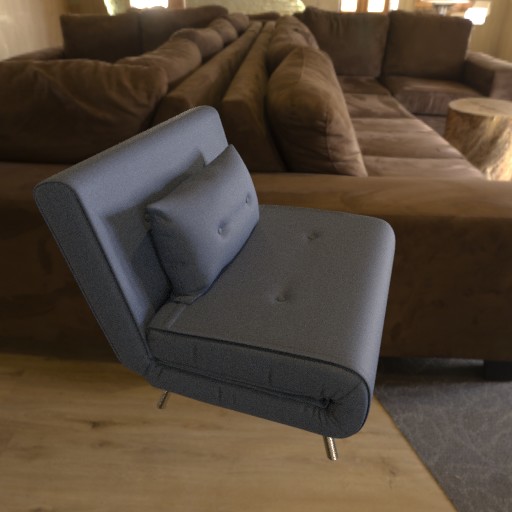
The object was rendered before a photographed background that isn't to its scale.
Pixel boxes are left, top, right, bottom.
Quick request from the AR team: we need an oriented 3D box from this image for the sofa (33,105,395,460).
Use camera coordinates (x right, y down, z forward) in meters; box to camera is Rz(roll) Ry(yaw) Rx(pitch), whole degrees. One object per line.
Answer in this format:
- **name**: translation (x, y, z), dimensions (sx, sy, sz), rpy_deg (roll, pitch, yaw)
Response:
- **sofa**: translation (0.000, 0.000, 1.682), dimensions (0.996, 0.860, 0.999), rpy_deg (10, 32, 16)
